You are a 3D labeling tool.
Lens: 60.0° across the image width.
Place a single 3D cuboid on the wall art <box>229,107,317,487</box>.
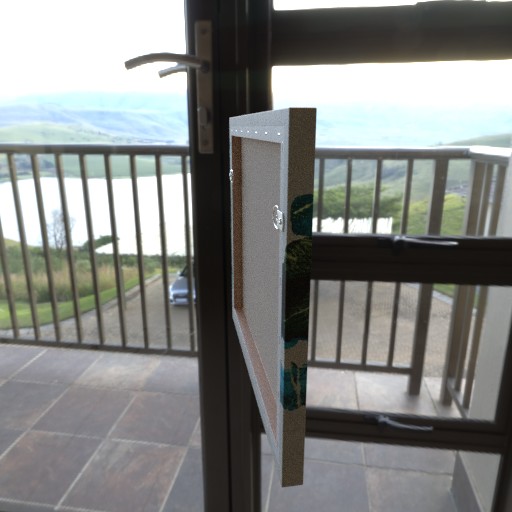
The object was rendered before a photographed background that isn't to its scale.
[{"bbox_3d":[0.000,0.000,1.002,0.043,0.610,0.711,-3,16,-9],"label":"wall art"}]
